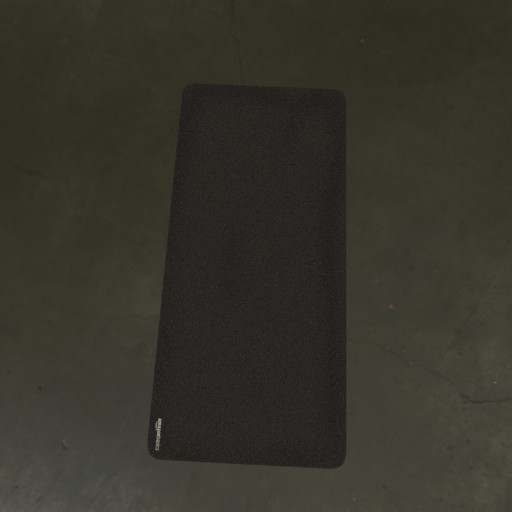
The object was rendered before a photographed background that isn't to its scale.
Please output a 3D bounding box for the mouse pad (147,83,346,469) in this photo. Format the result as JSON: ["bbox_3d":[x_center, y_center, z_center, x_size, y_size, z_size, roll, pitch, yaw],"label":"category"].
[{"bbox_3d":[0.000,0.000,1.043,0.424,0.003,0.907,3,76,1],"label":"mouse pad"}]
